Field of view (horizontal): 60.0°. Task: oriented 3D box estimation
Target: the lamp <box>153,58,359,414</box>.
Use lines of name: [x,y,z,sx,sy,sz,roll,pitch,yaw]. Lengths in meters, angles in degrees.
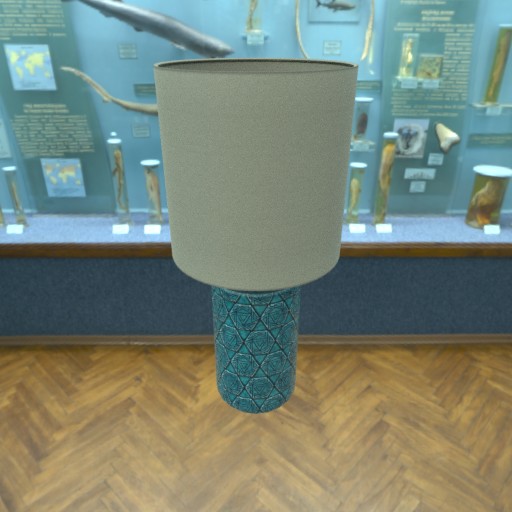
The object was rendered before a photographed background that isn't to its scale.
lamp: [0.000,0.000,0.748,0.278,0.597,0.278,0,27,1]
